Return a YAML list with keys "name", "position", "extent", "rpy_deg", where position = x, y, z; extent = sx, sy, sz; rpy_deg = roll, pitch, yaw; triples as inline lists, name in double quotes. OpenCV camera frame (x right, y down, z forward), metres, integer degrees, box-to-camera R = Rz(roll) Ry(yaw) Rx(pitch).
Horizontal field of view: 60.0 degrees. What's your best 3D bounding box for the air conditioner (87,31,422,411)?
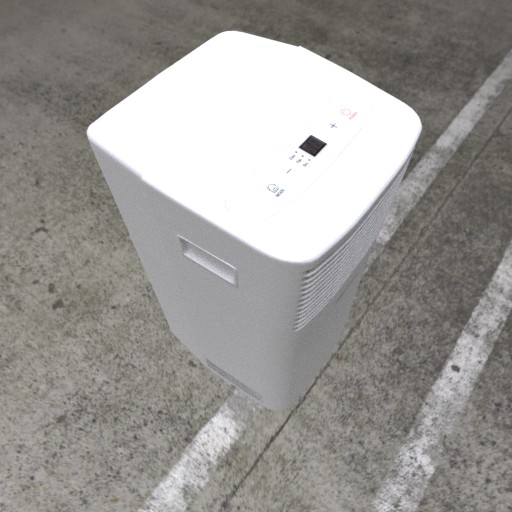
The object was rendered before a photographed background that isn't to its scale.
- name: "air conditioner"
  position: [0.000, 0.000, 0.775]
  extent: [0.349, 0.606, 0.304]
  rpy_deg: [32, 62, 19]
